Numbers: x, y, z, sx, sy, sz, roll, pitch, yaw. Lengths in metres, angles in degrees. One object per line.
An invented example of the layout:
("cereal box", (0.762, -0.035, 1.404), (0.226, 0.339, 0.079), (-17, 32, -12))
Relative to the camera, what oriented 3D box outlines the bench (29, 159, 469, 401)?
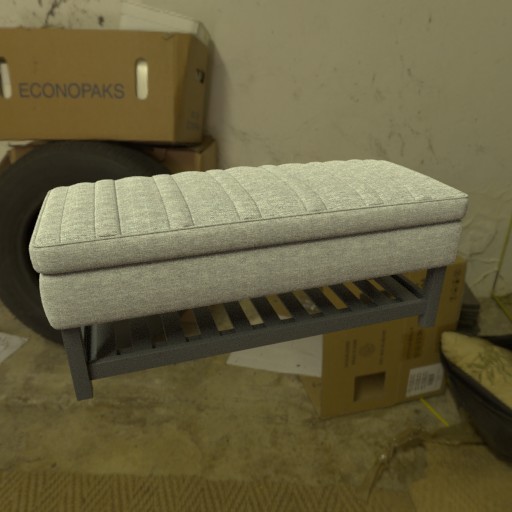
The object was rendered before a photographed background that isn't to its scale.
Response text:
("bench", (0.000, 0.000, 1.287), (1.100, 0.470, 0.429), (-8, 27, -16))
